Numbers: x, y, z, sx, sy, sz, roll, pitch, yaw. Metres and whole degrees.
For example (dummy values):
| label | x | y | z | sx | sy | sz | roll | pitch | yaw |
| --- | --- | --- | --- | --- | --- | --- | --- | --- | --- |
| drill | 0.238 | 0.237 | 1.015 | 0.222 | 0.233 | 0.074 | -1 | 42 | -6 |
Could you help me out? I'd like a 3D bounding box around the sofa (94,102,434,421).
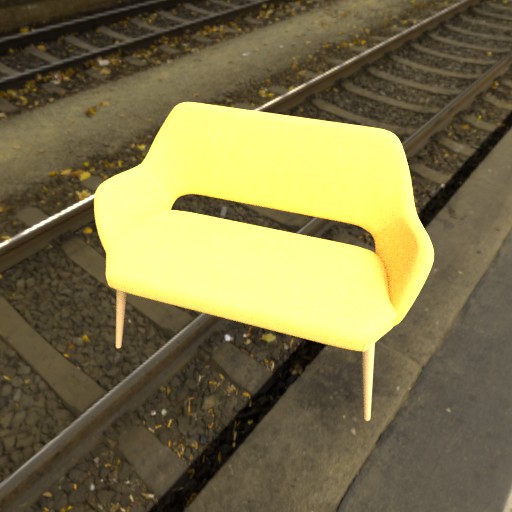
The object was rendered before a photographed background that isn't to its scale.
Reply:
| label | x | y | z | sx | sy | sz | roll | pitch | yaw |
| --- | --- | --- | --- | --- | --- | --- | --- | --- | --- |
| sofa | 0.000 | 0.000 | 1.630 | 1.150 | 0.840 | 0.610 | 12 | 44 | 13 |
